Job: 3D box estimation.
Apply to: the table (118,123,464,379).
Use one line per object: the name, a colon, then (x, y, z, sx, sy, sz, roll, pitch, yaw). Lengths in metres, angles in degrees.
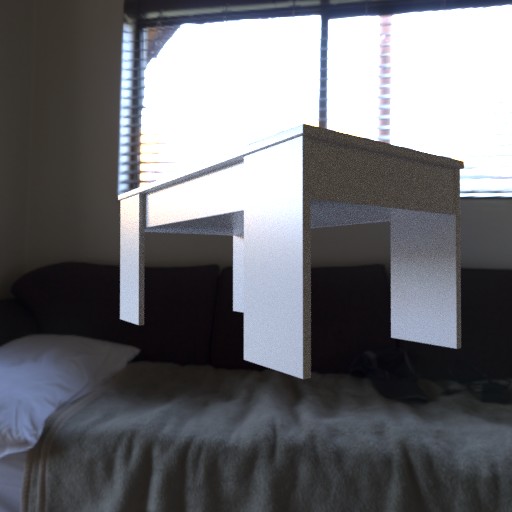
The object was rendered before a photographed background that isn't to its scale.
table: (0.000, 0.000, 1.307, 0.500, 0.440, 1.000, 1, -1, -35)
